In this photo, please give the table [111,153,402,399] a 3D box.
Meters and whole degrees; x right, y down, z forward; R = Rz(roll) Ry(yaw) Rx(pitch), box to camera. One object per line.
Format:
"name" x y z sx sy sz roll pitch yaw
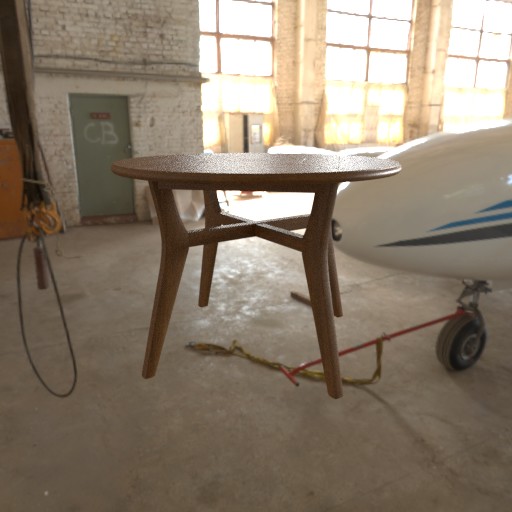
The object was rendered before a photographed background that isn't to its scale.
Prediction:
"table" 0.000 0.000 1.785 1.055 0.757 1.055 0 16 0
